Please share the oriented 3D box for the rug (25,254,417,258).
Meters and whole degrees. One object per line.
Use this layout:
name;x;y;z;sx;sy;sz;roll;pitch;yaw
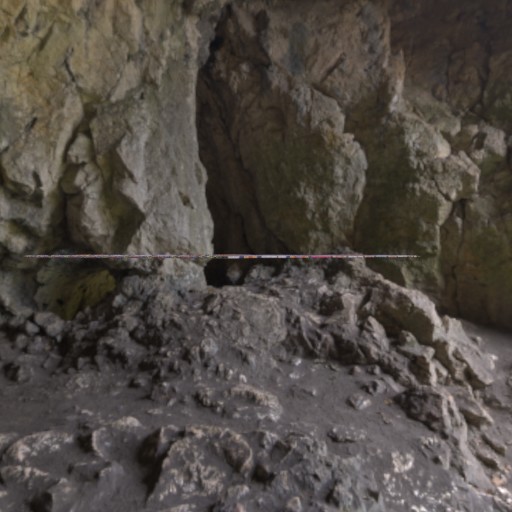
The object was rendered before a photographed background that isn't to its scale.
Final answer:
rug;0.000;0.000;2.247;1.084;0.013;1.849;0;0;37
